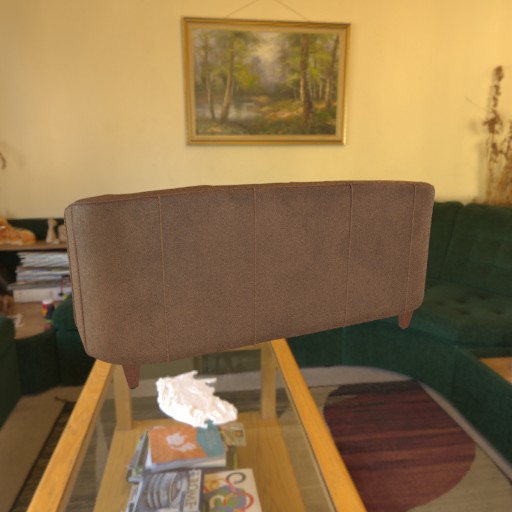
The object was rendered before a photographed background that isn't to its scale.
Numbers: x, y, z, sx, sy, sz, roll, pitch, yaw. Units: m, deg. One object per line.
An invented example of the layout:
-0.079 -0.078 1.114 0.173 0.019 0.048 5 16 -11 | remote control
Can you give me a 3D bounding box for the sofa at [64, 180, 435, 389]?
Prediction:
0.000 0.000 2.272 1.767 0.799 0.917 -6 15 -24 | sofa
